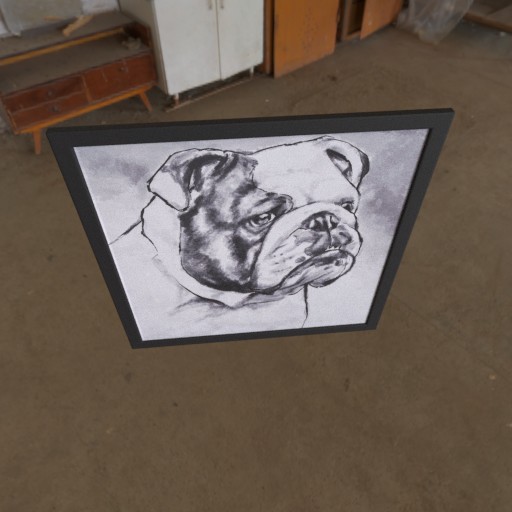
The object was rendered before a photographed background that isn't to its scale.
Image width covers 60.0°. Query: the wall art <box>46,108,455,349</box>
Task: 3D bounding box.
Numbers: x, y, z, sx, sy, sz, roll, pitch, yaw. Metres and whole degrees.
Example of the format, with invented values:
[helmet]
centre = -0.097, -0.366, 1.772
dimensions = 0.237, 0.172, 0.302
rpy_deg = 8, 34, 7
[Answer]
[wall art]
centre = 0.000, 0.000, 0.815
dimensions = 0.562, 0.558, 0.012
rpy_deg = -4, 48, -4
